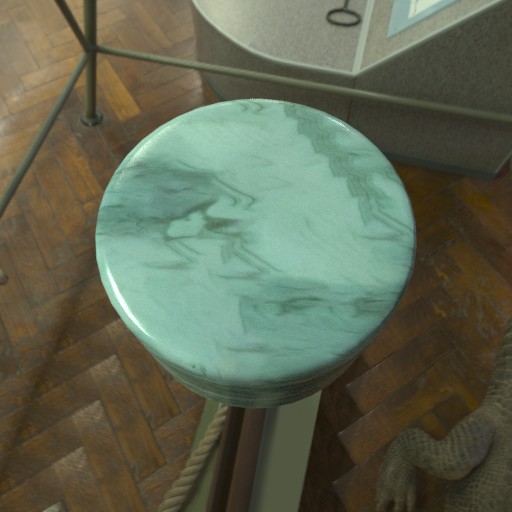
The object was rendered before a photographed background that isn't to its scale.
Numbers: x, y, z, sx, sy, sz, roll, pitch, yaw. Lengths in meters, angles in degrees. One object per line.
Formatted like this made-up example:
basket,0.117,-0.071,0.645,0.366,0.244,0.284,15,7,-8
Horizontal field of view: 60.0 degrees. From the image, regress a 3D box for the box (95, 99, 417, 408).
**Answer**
box,0.000,0.000,0.165,0.101,0.063,0.101,0,64,0
